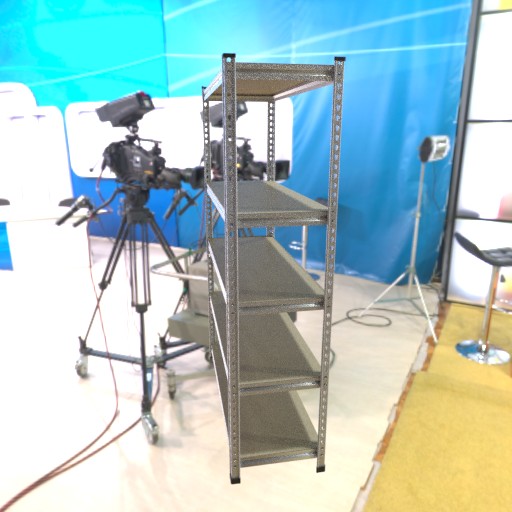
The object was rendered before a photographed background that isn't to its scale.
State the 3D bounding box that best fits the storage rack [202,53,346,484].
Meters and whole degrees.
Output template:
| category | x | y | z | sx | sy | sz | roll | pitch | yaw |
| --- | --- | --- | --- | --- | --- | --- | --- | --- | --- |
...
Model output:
| category | x | y | z | sx | sy | sz | roll | pitch | yaw |
| --- | --- | --- | --- | --- | --- | --- | --- | --- | --- |
| storage rack | 0.000 | 0.000 | 2.410 | 0.457 | 1.829 | 1.219 | -3 | 16 | -10 |
